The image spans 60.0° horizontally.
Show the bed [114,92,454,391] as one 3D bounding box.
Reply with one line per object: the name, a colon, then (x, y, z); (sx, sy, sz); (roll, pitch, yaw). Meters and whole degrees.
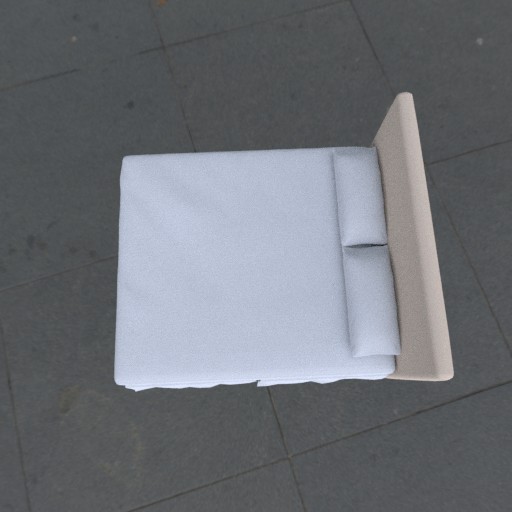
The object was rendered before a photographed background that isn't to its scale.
bed: (0.000, 0.000, 3.267); (2.142, 1.330, 1.884); (-2, 75, -1)
